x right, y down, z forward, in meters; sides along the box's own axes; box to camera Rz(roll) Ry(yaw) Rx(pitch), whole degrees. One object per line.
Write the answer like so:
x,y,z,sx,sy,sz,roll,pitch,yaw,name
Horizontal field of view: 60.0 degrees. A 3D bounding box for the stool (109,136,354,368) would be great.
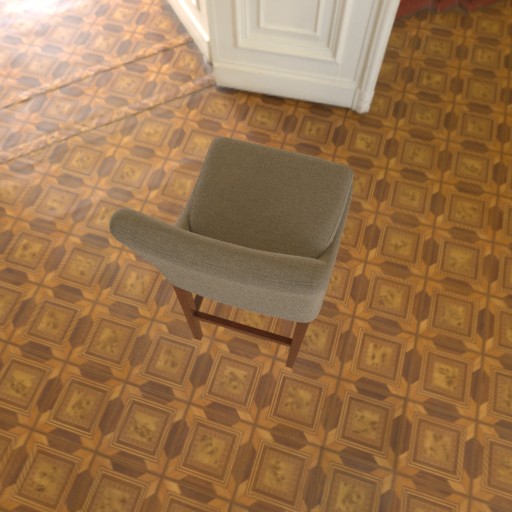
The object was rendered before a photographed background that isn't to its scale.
0.000,0.000,1.370,0.470,1.078,0.577,15,65,7,stool
